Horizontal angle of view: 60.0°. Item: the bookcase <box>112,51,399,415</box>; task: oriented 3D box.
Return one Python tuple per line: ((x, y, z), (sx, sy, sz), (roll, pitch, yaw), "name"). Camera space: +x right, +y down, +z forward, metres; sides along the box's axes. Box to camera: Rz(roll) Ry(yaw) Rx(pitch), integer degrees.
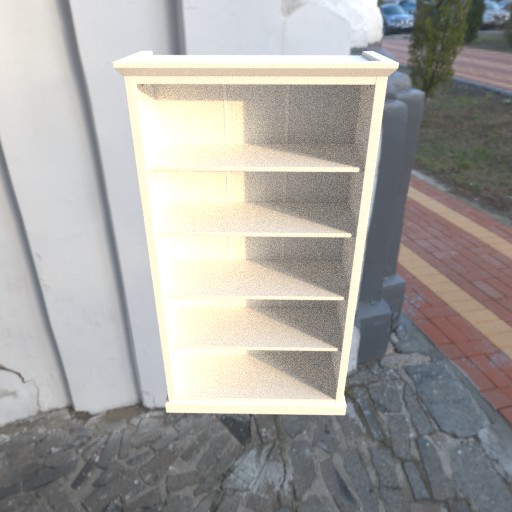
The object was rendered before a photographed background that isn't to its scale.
((0.000, 0.000, 2.277), (1.050, 1.880, 0.432), (1, 30, 1), "bookcase")
